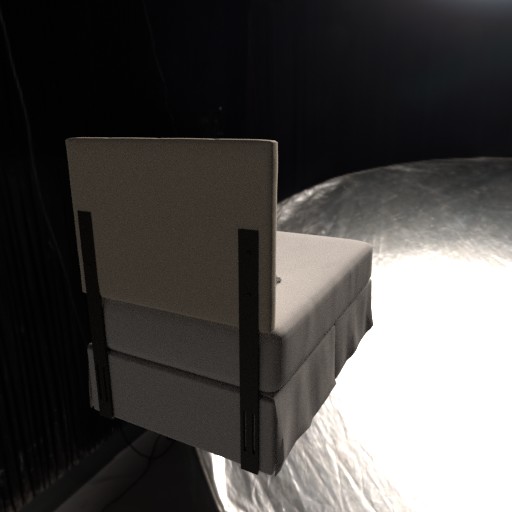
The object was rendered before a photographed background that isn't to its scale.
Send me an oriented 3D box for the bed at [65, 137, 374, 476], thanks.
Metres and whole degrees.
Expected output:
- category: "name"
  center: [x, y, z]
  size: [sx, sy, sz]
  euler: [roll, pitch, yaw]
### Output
- category: "bed"
  center: [0.000, 0.000, 2.996]
  size: [1.261, 1.571, 1.997]
  euler: [8, 18, 26]
